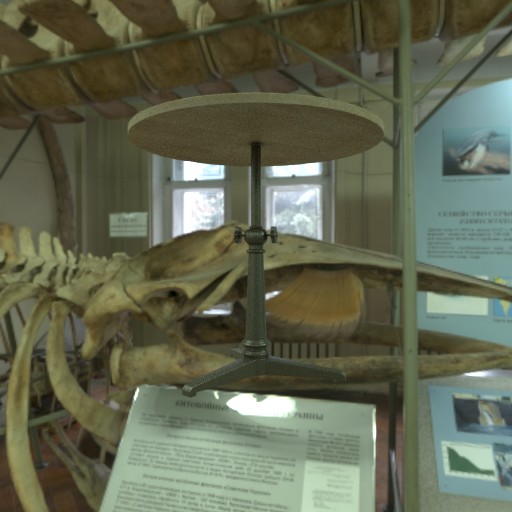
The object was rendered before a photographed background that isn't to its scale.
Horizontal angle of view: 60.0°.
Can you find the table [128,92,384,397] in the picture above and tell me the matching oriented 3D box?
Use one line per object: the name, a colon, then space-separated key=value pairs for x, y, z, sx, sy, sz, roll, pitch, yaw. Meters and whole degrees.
table: x=0.000 y=0.000 z=1.445 sx=0.800 sy=0.780 sz=0.800 roll=0 pitch=1 yaw=0
